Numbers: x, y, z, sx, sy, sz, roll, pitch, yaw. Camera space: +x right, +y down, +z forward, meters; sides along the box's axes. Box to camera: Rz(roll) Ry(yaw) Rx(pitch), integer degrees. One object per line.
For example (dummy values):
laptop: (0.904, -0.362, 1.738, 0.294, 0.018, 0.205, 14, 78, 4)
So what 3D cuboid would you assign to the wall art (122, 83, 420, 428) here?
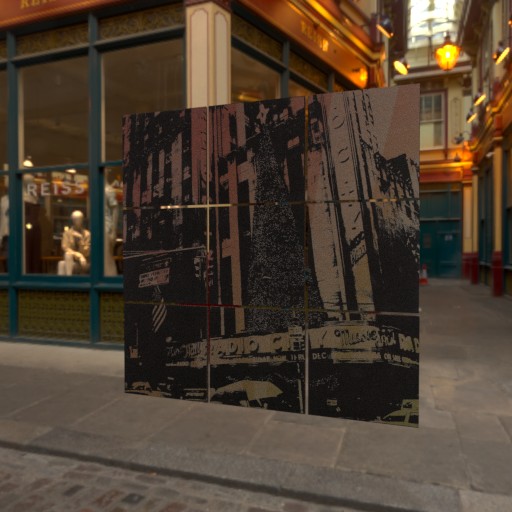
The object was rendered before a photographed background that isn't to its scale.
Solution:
wall art: (0.000, 0.000, 2.199, 1.527, 1.521, 0.017, 0, 1, 18)
